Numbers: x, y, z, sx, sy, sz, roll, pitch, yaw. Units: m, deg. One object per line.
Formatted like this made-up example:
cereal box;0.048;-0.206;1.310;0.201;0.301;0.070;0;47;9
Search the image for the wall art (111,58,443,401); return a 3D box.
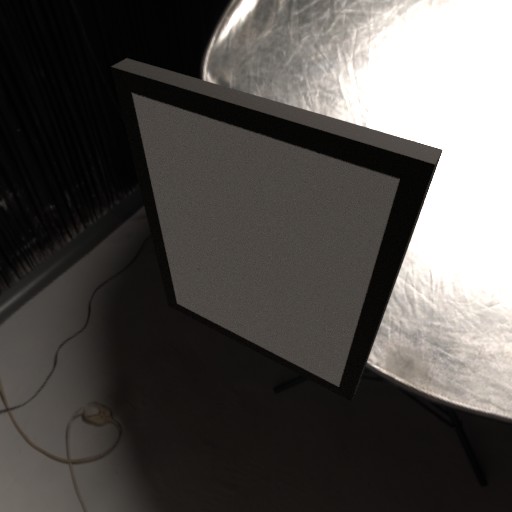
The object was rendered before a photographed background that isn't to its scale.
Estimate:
wall art;0.000;0.000;0.546;0.329;0.404;0.024;24;51;20
